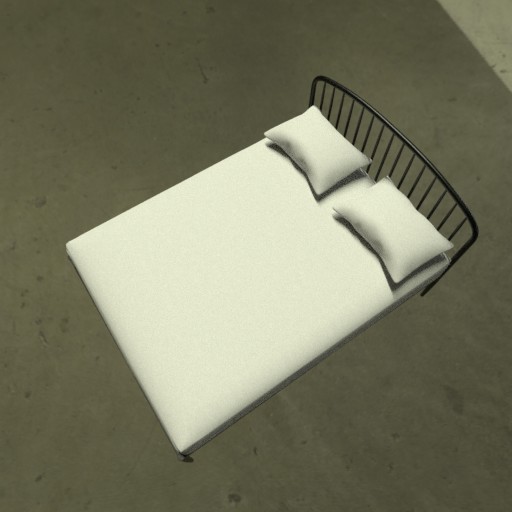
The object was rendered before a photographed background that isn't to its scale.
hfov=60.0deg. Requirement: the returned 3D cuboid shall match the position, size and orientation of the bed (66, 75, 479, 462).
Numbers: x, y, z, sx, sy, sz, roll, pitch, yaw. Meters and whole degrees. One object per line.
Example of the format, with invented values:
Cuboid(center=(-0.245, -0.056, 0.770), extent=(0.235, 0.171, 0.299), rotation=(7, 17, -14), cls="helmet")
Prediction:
Cuboid(center=(0.000, 0.000, 3.023), extent=(2.159, 1.166, 1.618), rotation=(-31, 67, -15), cls="bed")
